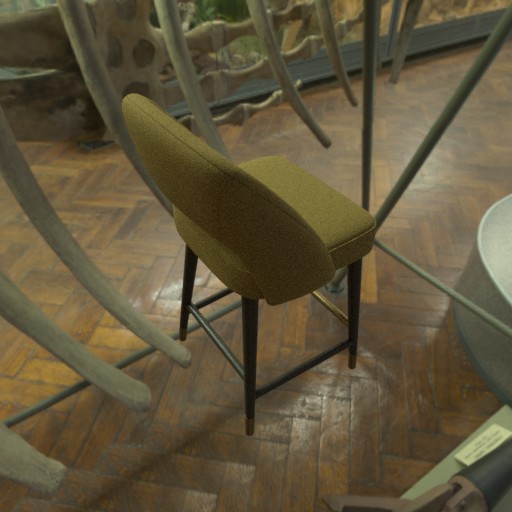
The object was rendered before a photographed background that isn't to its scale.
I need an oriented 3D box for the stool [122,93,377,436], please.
[{"bbox_3d":[0.000,0.000,1.249,0.522,0.939,0.536,-24,46,-26],"label":"stool"}]
